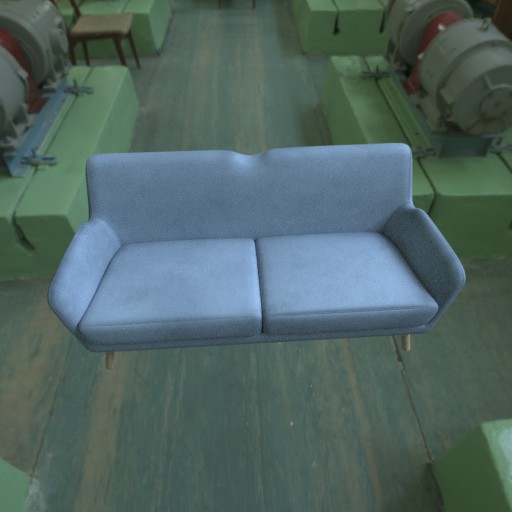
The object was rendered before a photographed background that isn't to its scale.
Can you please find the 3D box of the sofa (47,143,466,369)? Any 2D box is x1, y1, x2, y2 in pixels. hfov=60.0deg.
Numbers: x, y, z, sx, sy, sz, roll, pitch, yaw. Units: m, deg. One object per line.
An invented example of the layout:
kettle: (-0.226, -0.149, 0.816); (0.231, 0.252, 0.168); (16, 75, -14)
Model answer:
sofa: (0.000, 0.000, 2.307); (1.870, 0.810, 0.850); (-3, 45, -3)
